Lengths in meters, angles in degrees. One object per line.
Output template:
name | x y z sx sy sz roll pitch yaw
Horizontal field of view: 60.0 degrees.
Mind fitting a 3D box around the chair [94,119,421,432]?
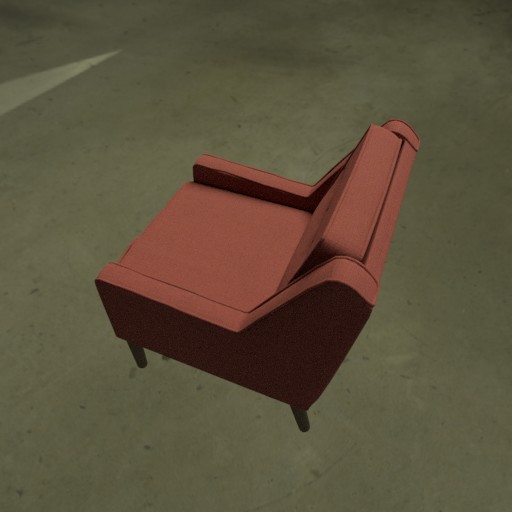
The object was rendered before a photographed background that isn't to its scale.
chair | 0.000 0.000 1.417 0.770 0.812 0.680 16 49 15
